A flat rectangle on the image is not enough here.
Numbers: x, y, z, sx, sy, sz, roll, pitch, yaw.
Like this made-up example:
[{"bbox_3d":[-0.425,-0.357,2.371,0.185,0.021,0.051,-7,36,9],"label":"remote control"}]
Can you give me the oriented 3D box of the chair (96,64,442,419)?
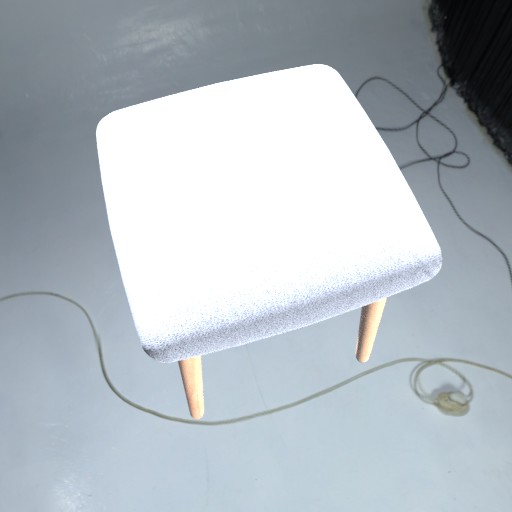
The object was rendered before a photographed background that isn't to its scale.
[{"bbox_3d":[0.000,0.000,0.686,0.350,0.440,0.350,-16,64,-8],"label":"chair"}]
